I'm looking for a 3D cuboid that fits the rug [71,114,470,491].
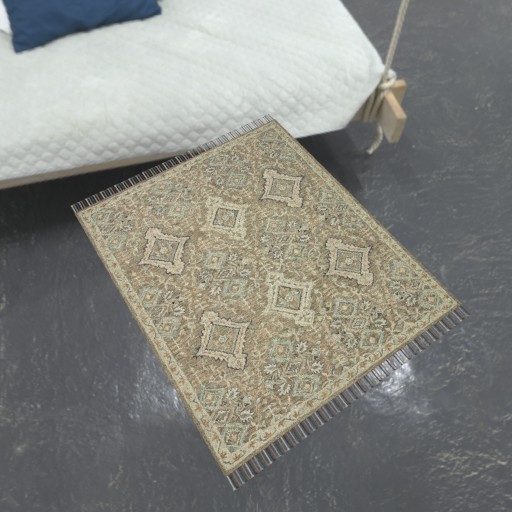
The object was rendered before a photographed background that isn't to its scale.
[{"bbox_3d":[0.000,0.000,4.140,2.437,0.010,3.056,-30,63,-17],"label":"rug"}]
